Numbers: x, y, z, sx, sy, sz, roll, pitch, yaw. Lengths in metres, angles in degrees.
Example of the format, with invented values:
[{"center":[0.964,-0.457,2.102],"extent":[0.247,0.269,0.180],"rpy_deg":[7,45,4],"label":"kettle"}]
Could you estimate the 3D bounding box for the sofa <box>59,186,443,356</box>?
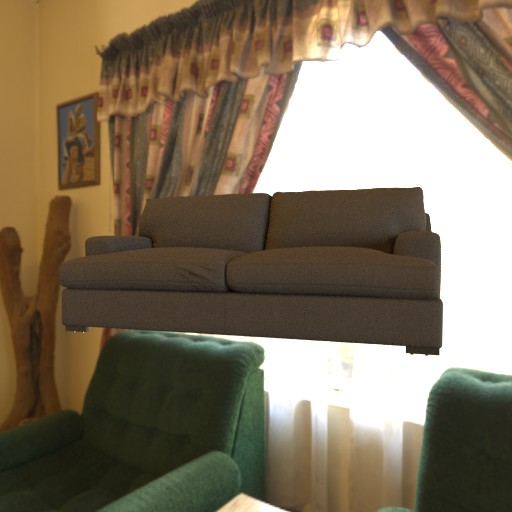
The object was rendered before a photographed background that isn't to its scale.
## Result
[{"center":[0.000,0.000,2.931],"extent":[2.271,0.950,1.140],"rpy_deg":[0,0,18],"label":"sofa"}]
